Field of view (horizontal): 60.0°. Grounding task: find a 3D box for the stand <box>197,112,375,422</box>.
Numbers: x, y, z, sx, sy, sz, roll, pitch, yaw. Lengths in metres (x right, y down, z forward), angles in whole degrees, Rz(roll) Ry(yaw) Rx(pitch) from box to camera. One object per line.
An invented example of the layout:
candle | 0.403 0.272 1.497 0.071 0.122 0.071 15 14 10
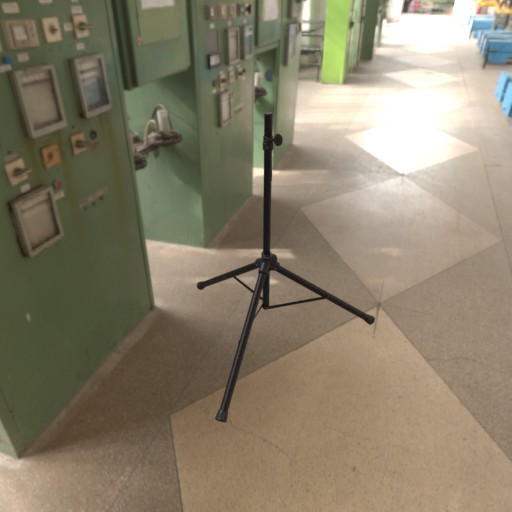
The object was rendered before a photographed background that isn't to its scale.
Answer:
stand | 0.000 0.000 1.910 1.045 1.136 0.907 11 33 17
